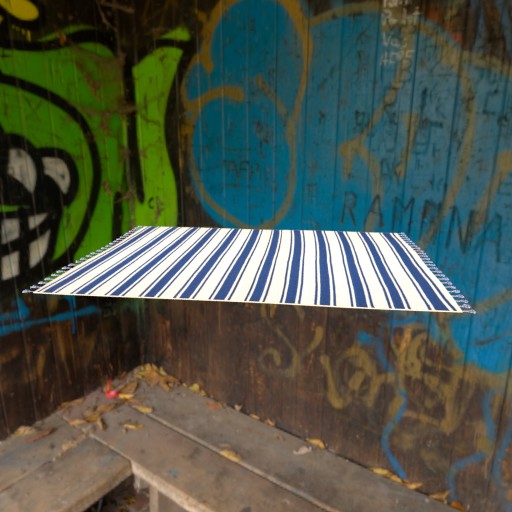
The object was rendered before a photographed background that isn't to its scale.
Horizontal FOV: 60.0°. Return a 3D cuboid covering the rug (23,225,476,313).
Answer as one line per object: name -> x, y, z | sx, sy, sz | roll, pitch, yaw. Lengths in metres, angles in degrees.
rug -> 0.000, 0.000, 4.437 | 3.416, 0.016, 2.471 | 2, 16, 7
